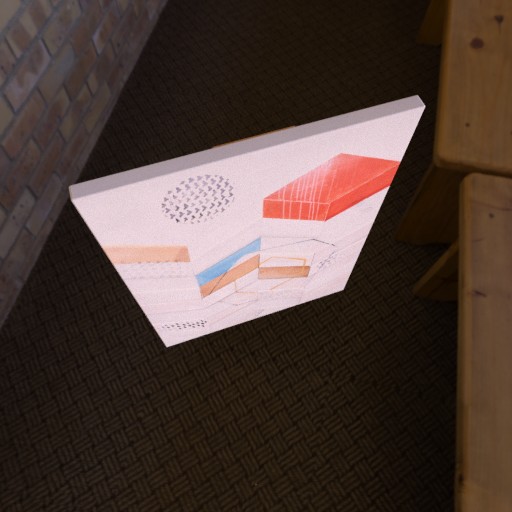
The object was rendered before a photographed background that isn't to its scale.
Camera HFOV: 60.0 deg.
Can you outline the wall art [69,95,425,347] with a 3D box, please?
[{"bbox_3d":[0.000,0.000,1.358,0.759,1.014,0.045,-17,64,-9],"label":"wall art"}]
